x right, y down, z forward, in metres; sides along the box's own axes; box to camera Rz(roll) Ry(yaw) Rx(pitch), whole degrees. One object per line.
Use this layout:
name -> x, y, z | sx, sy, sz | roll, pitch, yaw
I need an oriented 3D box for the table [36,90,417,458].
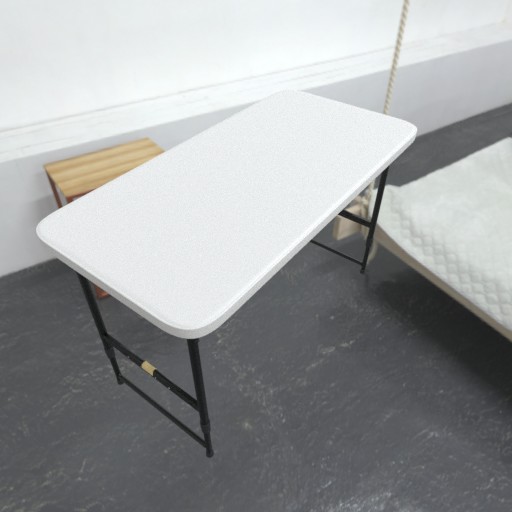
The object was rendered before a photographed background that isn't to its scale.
table -> 0.000, 0.000, 1.630 | 0.610, 0.737, 1.219 | 27, 48, 27
